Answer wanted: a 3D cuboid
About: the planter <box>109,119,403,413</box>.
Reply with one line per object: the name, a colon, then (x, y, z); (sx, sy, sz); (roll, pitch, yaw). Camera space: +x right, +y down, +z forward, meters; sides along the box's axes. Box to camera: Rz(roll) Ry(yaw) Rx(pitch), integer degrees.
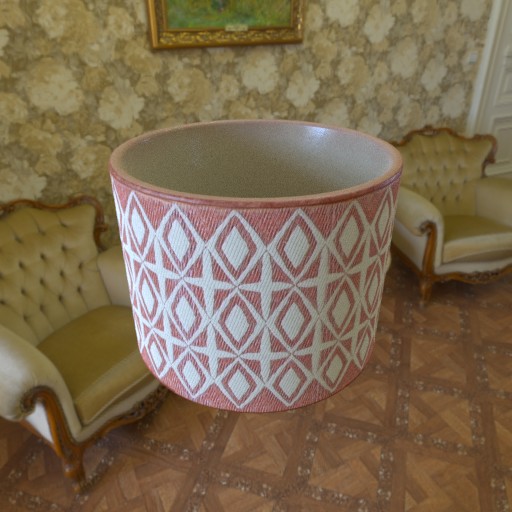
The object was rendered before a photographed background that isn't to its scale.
planter: (0.000, 0.000, 0.483); (0.273, 0.237, 0.273); (0, 29, 0)
